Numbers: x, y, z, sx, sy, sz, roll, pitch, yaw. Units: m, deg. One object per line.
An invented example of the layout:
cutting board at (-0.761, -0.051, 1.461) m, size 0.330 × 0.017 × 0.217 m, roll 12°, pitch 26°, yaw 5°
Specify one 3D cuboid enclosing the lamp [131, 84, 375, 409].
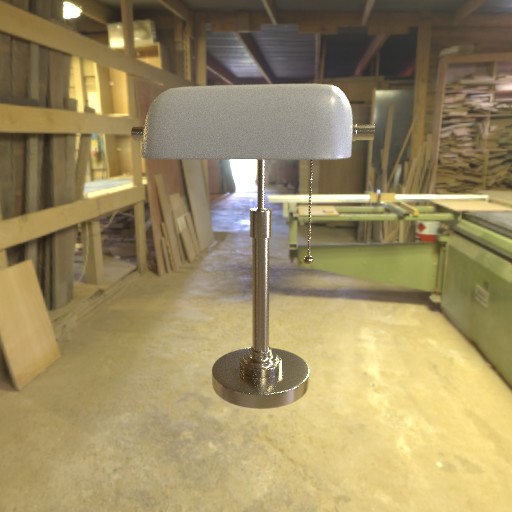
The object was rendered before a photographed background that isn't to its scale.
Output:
lamp at (0.000, 0.000, 0.572) m, size 0.269 × 0.404 × 0.227 m, roll 2°, pitch 14°, yaw 9°
